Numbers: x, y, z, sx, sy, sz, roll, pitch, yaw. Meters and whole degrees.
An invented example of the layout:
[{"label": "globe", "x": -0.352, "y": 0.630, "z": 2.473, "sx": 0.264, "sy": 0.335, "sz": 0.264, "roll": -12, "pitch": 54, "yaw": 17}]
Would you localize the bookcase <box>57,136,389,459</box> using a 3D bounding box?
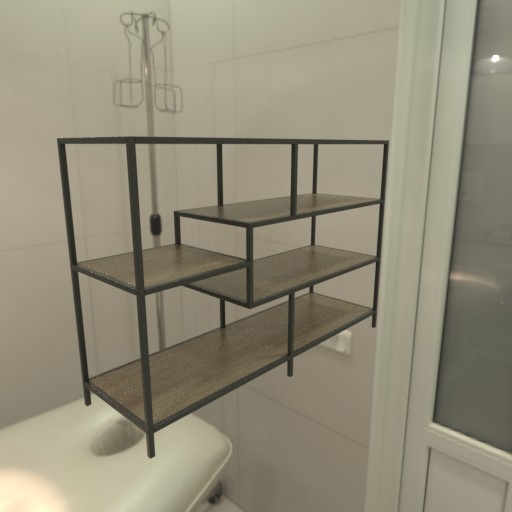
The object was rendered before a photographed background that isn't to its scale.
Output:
[{"label": "bookcase", "x": 0.000, "y": 0.000, "z": 1.532, "sx": 0.350, "sy": 0.780, "sz": 1.140, "roll": 13, "pitch": 19, "yaw": 42}]
